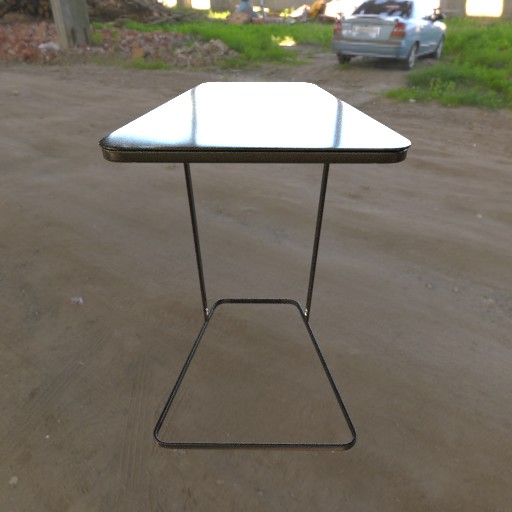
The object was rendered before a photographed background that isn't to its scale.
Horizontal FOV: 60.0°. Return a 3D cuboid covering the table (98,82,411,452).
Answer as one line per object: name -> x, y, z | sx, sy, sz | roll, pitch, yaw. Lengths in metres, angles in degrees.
table -> 0.000, 0.000, 0.953 | 0.427, 0.624, 0.500 | 0, 31, 1
